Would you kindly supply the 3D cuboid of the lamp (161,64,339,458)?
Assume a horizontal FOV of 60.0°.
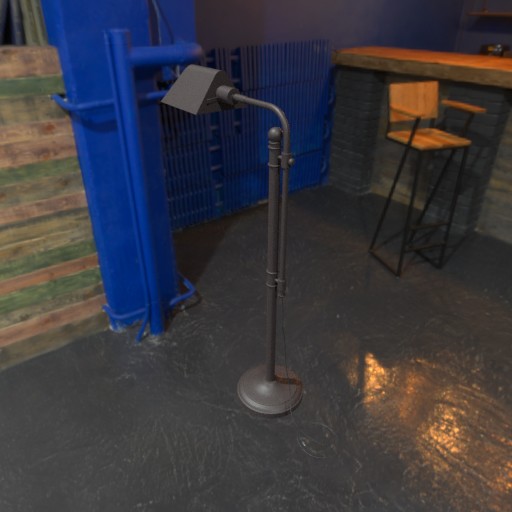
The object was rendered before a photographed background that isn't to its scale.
[{"bbox_3d":[0.000,0.000,0.941,0.159,0.708,0.545,-20,35,-30],"label":"lamp"}]
